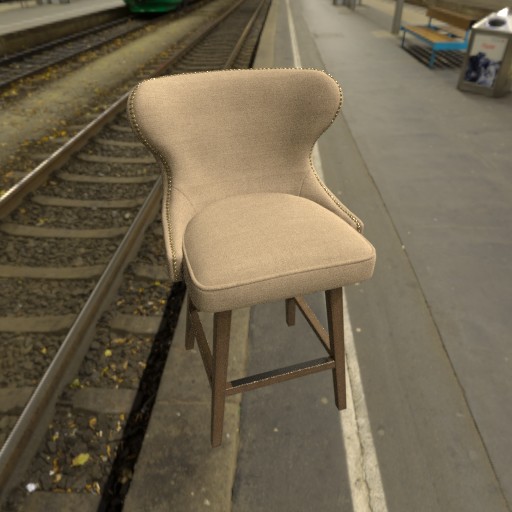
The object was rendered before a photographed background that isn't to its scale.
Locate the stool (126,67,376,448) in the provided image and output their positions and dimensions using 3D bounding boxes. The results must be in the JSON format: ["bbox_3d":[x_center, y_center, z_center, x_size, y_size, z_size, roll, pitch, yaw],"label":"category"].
[{"bbox_3d":[0.000,0.000,1.346,0.615,0.972,0.597,-10,34,-15],"label":"stool"}]
